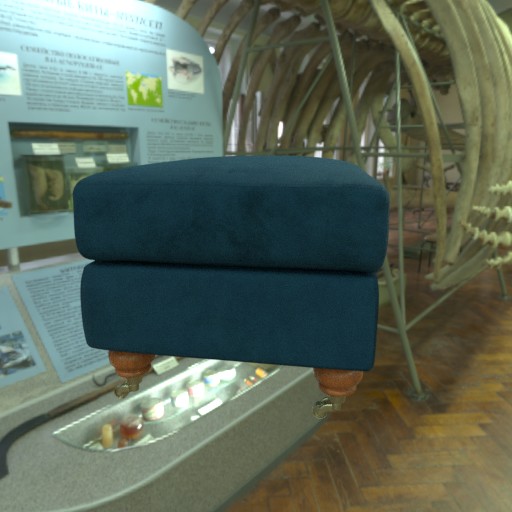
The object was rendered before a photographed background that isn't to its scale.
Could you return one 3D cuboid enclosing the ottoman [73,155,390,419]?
[{"bbox_3d":[0.000,0.000,1.141,0.572,0.503,0.773,2,14,9],"label":"ottoman"}]
